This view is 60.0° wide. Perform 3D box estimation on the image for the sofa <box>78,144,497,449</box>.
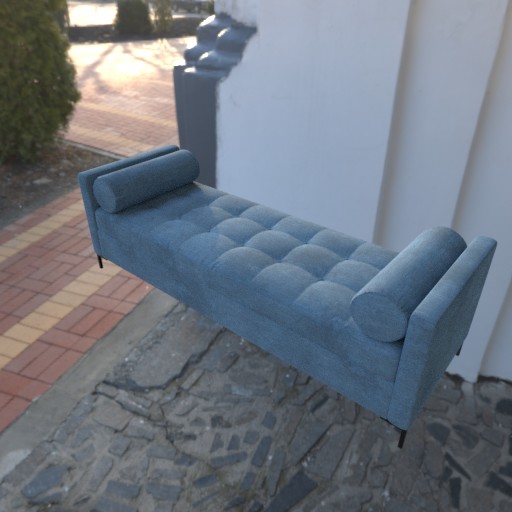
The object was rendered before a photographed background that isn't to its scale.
[{"bbox_3d":[0.000,0.000,2.254,1.981,0.635,0.686,23,38,33],"label":"sofa"}]
